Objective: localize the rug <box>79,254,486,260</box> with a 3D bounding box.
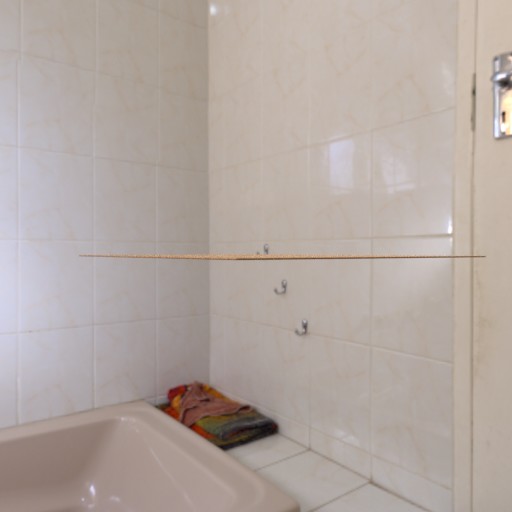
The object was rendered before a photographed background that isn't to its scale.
[{"bbox_3d":[0.000,0.000,4.131,2.439,0.013,3.048,0,1,-36],"label":"rug"}]
